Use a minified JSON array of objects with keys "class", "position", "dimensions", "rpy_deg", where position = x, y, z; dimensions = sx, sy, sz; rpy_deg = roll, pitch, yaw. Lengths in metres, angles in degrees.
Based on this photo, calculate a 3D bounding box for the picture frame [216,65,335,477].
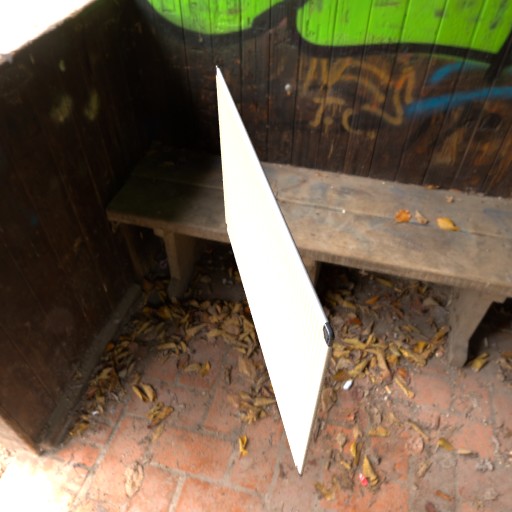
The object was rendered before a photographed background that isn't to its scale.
[{"class":"picture frame","position":[0.000,0.000,1.128],"dimensions":[0.010,0.600,0.900],"rpy_deg":[-10,47,-9]}]
